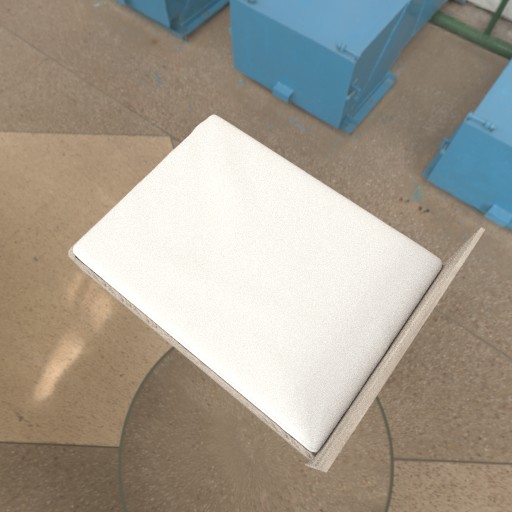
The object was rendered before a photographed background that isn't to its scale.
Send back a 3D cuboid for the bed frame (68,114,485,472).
[{"bbox_3d":[0.000,0.000,2.746,1.950,0.800,1.490,36,71,14],"label":"bed frame"}]
